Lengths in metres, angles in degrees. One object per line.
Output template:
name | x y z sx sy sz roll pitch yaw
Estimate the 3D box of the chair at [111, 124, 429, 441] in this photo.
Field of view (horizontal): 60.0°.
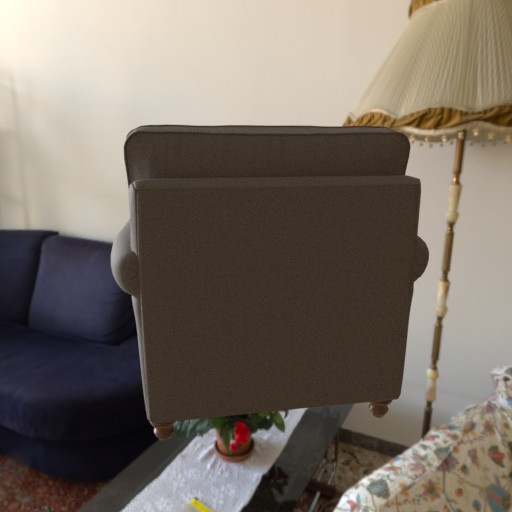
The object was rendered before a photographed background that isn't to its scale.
chair | 0.000 0.000 1.742 1.029 0.967 0.966 -2 15 -9
